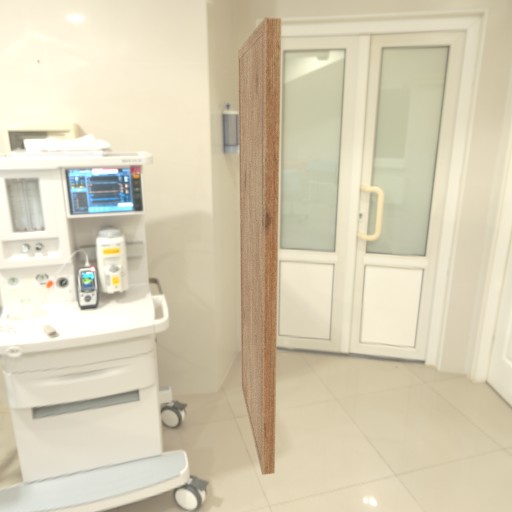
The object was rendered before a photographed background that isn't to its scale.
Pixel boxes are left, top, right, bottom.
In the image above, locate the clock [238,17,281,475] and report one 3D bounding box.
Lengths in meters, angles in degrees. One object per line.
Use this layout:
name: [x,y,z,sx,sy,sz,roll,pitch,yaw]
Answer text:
clock: [0.000,0.000,1.073,0.030,0.965,0.361,-3,17,-9]
